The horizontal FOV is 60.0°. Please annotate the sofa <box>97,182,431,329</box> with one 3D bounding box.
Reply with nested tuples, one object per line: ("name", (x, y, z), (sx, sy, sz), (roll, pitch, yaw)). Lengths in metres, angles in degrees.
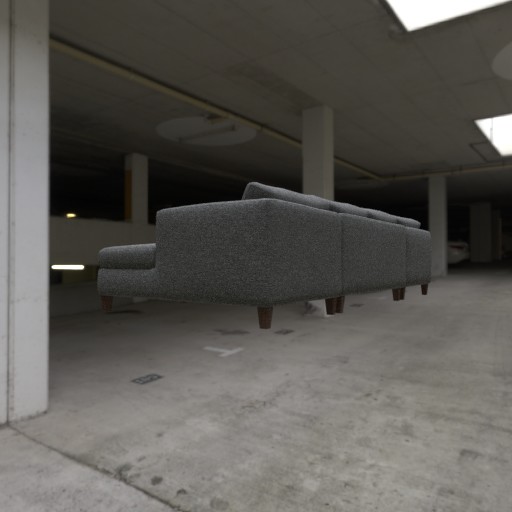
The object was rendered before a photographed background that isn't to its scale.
("sofa", (0.000, 0.000, 4.408), (2.551, 0.853, 3.238), (-1, -1, 36))
